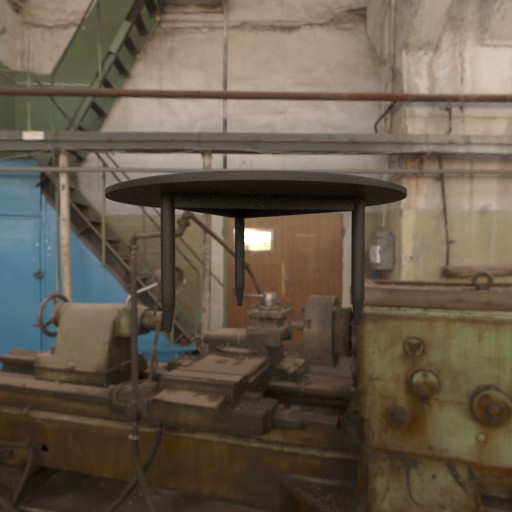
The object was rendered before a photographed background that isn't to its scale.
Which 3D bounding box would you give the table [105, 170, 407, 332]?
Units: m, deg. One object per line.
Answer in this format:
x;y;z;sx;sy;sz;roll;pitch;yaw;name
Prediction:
0.000;0.000;1.400;0.900;0.400;0.900;0;1;0;table
